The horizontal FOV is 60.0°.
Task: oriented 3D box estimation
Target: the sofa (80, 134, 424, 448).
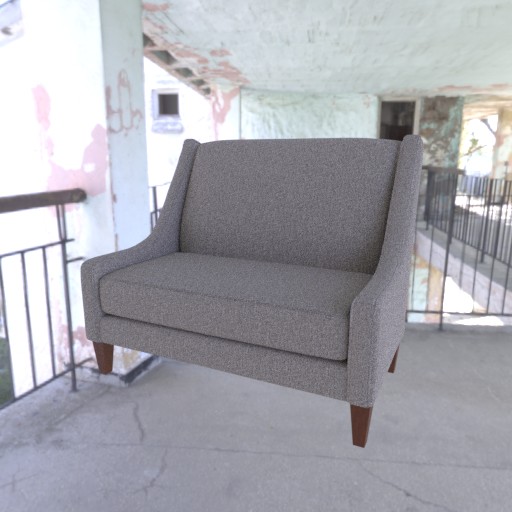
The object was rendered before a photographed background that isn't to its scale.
[{"bbox_3d":[0.000,0.000,1.930,1.242,1.026,0.862,6,14,25],"label":"sofa"}]
